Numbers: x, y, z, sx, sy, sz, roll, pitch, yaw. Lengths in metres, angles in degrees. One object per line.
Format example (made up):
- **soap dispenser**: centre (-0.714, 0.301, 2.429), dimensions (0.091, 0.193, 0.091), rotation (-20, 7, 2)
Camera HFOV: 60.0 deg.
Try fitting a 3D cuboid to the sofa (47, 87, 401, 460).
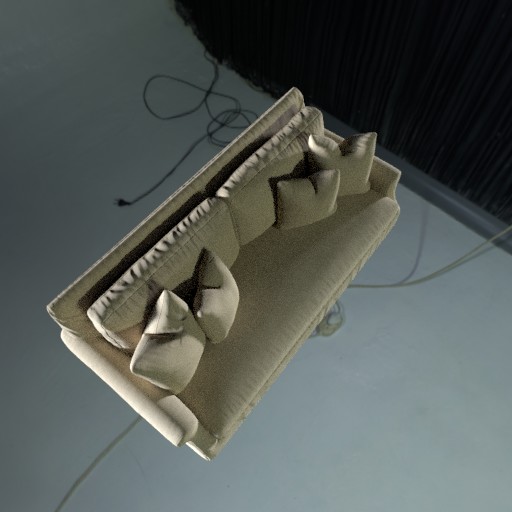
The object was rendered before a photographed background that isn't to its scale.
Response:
- **sofa**: centre (0.000, 0.000, 2.834), dimensions (1.067, 0.904, 2.285), rotation (34, 65, 18)
